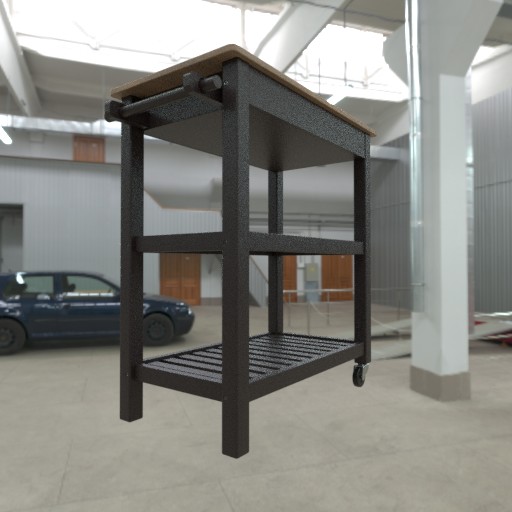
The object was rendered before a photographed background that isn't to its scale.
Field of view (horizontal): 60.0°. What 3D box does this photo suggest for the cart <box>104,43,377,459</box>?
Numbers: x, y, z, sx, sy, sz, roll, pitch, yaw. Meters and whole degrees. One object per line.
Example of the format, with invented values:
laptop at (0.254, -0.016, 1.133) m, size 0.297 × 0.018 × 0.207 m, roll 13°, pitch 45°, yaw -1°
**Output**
cart at (0.000, 0.000, 1.415) m, size 0.457 × 0.927 × 0.899 m, roll -1°, pitch -1°, yaw 37°
